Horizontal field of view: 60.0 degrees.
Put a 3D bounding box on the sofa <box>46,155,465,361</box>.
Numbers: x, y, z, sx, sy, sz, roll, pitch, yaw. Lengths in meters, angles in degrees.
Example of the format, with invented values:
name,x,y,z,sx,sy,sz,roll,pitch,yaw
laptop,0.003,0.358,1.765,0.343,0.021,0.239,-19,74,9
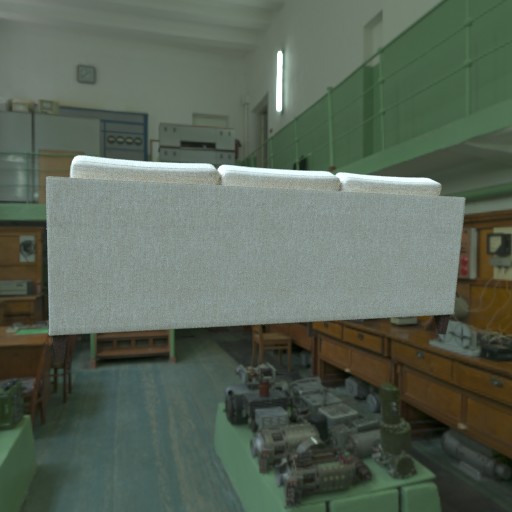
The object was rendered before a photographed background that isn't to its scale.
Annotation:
name,x,y,z,sx,sy,sz,roll,pitch,yaw
sofa,0.000,0.000,2.702,2.210,0.940,1.041,0,0,-18
